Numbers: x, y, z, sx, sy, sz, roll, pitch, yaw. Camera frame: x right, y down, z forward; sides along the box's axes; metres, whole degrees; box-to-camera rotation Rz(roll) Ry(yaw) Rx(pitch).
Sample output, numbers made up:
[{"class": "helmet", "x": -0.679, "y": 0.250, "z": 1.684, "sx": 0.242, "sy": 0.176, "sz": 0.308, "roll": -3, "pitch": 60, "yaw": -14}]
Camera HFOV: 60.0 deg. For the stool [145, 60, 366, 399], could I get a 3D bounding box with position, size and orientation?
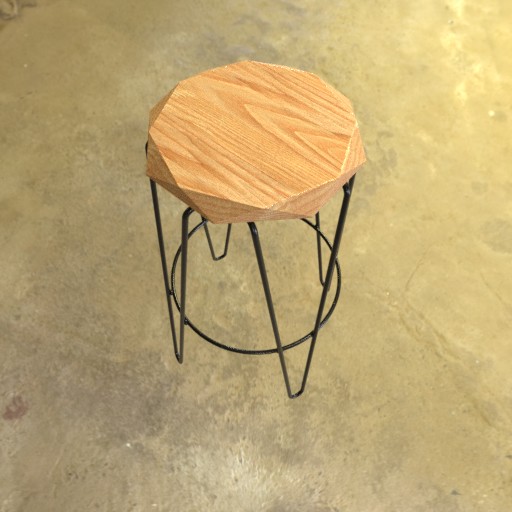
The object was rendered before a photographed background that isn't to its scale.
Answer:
[{"class": "stool", "x": 0.000, "y": 0.000, "z": 0.798, "sx": 0.326, "sy": 0.610, "sz": 0.326, "roll": 15, "pitch": 60, "yaw": 9}]
